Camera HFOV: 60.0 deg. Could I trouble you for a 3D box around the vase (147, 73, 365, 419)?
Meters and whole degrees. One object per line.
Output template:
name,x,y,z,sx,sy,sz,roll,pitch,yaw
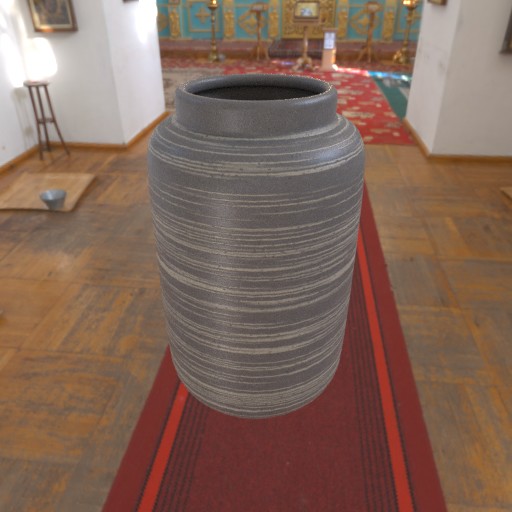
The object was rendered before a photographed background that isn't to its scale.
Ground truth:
vase,0.000,0.000,0.684,0.297,0.499,0.297,0,31,0
